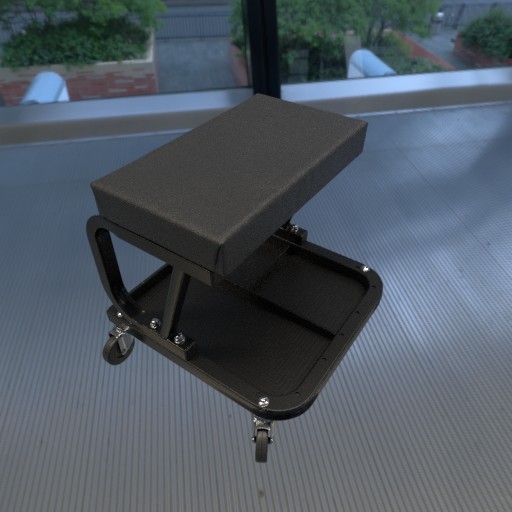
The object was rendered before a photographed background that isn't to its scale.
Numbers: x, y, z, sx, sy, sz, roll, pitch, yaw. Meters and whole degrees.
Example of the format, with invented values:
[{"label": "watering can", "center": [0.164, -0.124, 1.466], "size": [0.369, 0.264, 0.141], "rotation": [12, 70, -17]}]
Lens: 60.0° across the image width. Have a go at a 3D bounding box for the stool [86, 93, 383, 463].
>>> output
[{"label": "stool", "center": [0.000, 0.000, 0.731], "size": [0.371, 0.380, 0.446], "rotation": [25, 46, 26]}]
